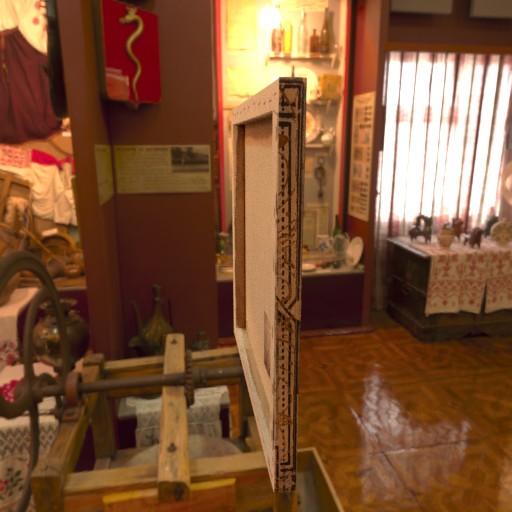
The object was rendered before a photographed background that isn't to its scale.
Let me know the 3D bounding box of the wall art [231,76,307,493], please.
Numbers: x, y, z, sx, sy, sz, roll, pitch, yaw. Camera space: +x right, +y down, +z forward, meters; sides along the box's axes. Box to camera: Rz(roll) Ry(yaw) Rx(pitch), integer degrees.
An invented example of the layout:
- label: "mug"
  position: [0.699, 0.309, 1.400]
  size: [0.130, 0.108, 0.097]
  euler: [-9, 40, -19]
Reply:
- label: "wall art"
  position: [0.000, 0.000, 0.906]
  size: [0.036, 0.607, 0.609]
  euler: [-2, 15, -8]
